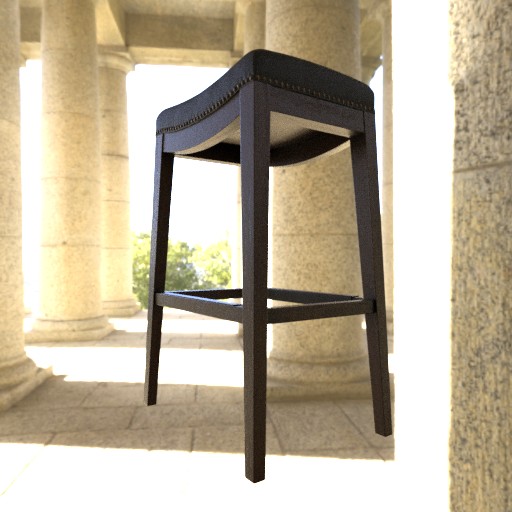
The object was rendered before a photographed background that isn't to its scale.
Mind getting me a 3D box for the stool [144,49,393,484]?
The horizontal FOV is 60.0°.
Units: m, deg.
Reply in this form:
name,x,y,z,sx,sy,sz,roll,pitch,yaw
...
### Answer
name,x,y,z,sx,sy,sz,roll,pitch,yaw
stool,0.000,0.000,1.047,0.361,0.765,0.500,0,0,-35
